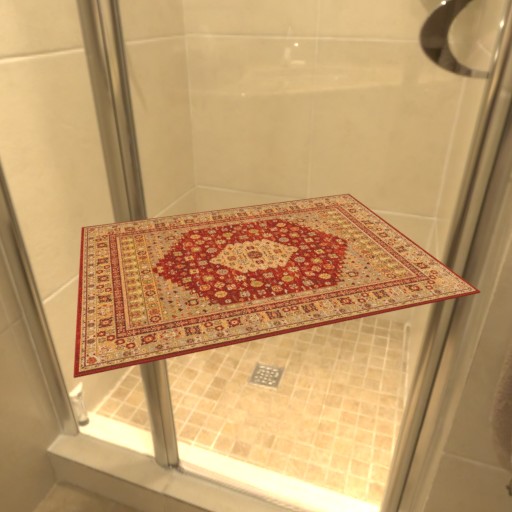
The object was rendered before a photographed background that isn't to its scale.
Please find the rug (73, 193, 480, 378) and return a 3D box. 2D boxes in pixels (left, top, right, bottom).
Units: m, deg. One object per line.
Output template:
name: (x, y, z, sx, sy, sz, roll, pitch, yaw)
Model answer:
rug: (0.000, 0.000, 2.924, 2.211, 0.013, 1.593, -9, 31, -15)
